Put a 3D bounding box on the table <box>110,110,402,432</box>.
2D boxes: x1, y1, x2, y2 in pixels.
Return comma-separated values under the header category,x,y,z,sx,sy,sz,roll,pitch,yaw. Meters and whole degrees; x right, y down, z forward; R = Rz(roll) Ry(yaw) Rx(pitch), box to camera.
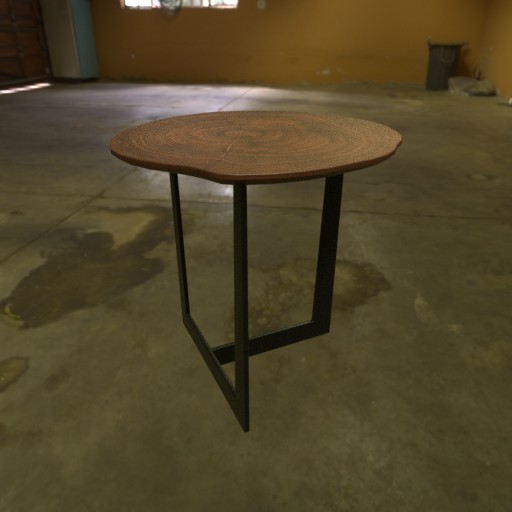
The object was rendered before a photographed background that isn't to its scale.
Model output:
category,x,y,z,sx,sy,sz,roll,pitch,yaw
table,0.000,0.000,0.869,0.494,0.476,0.477,-18,32,-32
